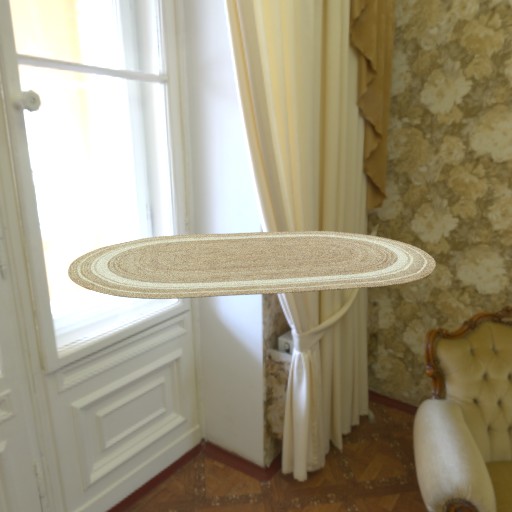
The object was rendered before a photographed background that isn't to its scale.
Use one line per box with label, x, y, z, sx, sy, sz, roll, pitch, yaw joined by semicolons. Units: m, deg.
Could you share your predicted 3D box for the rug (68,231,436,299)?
rug;0.000;0.000;3.061;2.432;0.006;1.520;-2;15;-9
